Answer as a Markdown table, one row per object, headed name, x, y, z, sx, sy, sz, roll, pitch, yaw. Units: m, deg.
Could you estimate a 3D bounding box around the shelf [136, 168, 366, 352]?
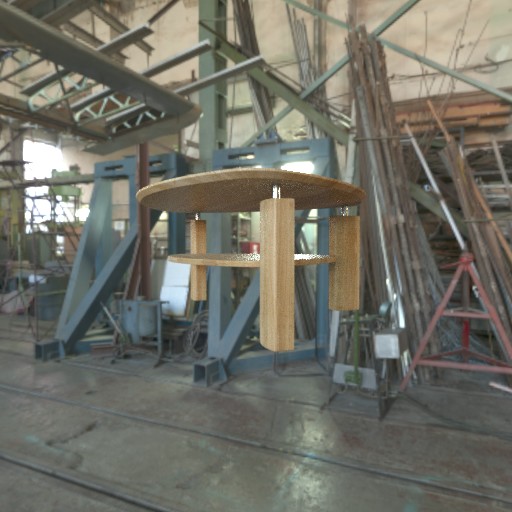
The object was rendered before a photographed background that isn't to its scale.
| name | x | y | z | sx | sy | sz | roll | pitch | yaw |
| --- | --- | --- | --- | --- | --- | --- | --- | --- | --- |
| shelf | 0.000 | 0.000 | 1.663 | 0.863 | 0.439 | 1.240 | -1 | 2 | -19 |
